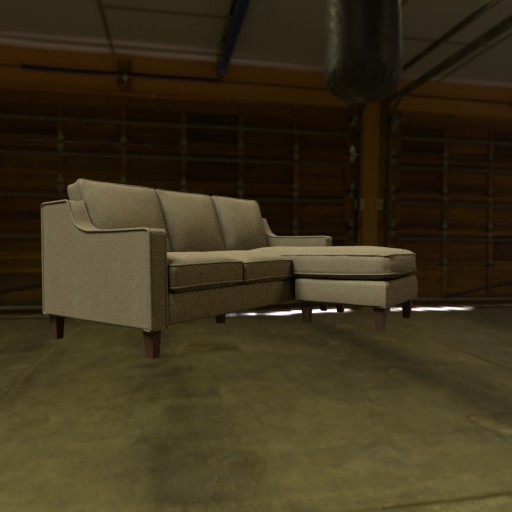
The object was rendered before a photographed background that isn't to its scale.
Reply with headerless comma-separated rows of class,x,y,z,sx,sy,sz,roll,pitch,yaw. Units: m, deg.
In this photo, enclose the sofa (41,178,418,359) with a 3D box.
sofa,0.000,0.000,3.355,1.858,1.081,2.317,1,2,34
